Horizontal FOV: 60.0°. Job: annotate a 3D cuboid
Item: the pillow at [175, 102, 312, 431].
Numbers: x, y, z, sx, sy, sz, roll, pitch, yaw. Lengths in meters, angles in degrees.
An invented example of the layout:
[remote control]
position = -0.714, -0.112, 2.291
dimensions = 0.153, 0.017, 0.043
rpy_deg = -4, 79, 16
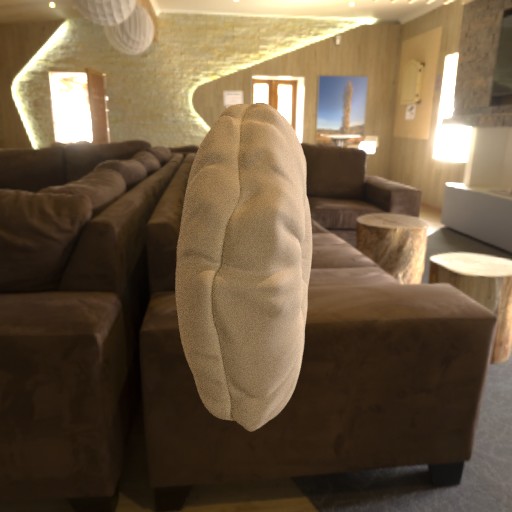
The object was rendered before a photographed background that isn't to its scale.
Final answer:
[pillow]
position = 0.000, 0.000, 0.620
dimensions = 0.148, 0.407, 0.428
rpy_deg = 3, 16, 9
